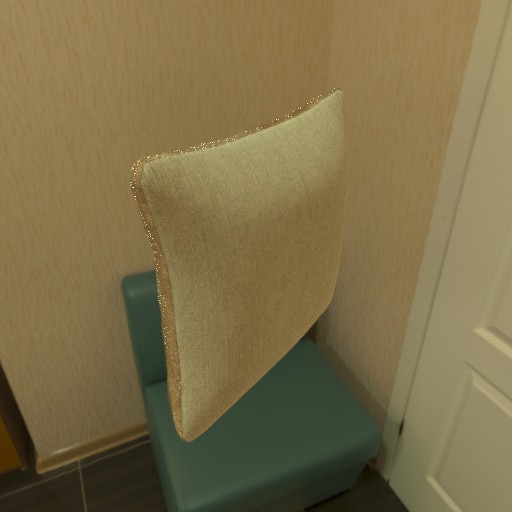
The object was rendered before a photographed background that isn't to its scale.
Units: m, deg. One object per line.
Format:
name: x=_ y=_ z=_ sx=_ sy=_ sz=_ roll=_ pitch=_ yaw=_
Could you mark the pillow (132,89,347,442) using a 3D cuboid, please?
pillow: x=0.000 y=0.000 z=0.816 sx=0.216 sy=0.525 sz=0.538 roll=20 pitch=36 yaw=30
